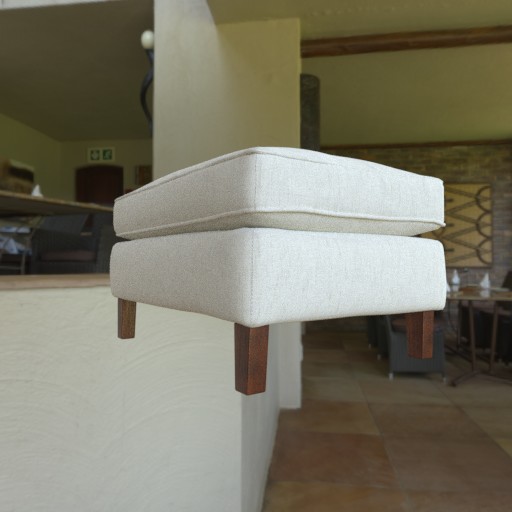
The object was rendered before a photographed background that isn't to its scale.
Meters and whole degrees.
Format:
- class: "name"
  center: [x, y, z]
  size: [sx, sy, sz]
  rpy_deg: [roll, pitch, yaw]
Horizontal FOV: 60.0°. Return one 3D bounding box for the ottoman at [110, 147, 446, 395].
- class: "ottoman"
  center: [0.000, 0.000, 0.998]
  size: [0.501, 0.406, 0.665]
  rpy_deg: [0, -1, -35]
